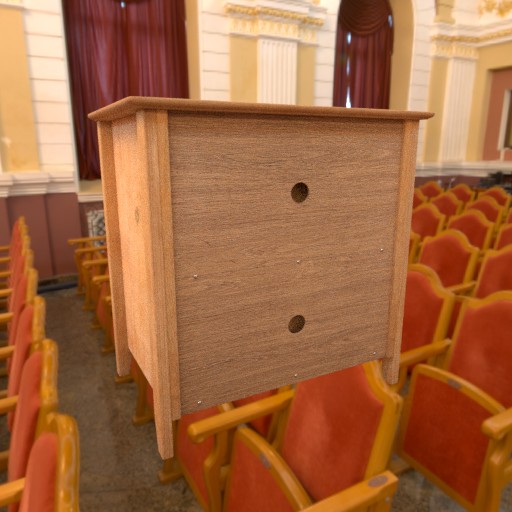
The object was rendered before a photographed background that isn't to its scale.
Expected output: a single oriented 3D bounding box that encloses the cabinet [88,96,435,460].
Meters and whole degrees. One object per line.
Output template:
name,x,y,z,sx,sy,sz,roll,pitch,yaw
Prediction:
cabinet,0.000,0.000,1.241,0.763,0.762,0.503,-7,15,-27
